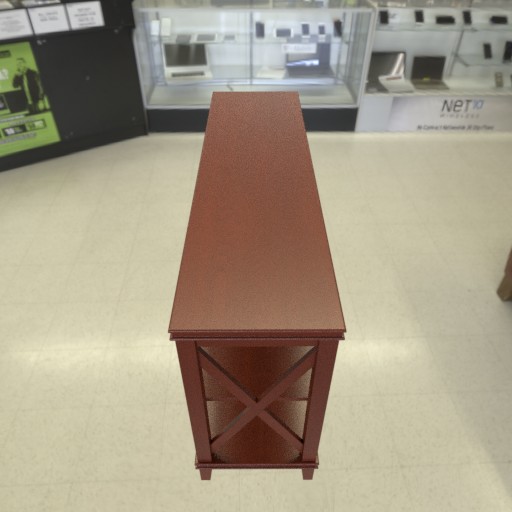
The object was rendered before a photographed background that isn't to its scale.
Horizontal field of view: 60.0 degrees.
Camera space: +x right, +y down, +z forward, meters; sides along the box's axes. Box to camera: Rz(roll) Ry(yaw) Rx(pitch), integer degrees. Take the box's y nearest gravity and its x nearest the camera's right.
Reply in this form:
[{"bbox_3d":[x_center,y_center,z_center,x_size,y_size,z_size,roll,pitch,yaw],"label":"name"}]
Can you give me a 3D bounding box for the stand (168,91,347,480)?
[{"bbox_3d":[0.000,0.000,1.708,0.381,0.762,1.372,0,41,0],"label":"stand"}]
